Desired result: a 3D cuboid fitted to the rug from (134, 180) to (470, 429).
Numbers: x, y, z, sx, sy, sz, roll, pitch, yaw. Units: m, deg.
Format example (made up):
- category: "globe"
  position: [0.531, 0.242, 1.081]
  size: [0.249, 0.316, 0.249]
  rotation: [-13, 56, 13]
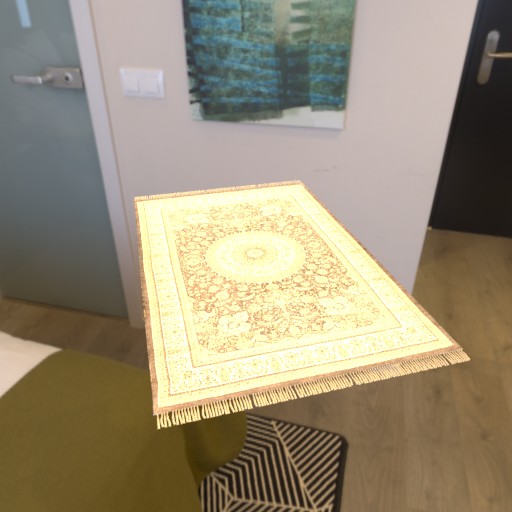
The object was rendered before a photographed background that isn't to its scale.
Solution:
- category: "rug"
  position: [0.000, 0.000, 4.192]
  size: [2.143, 0.015, 3.422]
  rotation: [-8, 32, -13]
